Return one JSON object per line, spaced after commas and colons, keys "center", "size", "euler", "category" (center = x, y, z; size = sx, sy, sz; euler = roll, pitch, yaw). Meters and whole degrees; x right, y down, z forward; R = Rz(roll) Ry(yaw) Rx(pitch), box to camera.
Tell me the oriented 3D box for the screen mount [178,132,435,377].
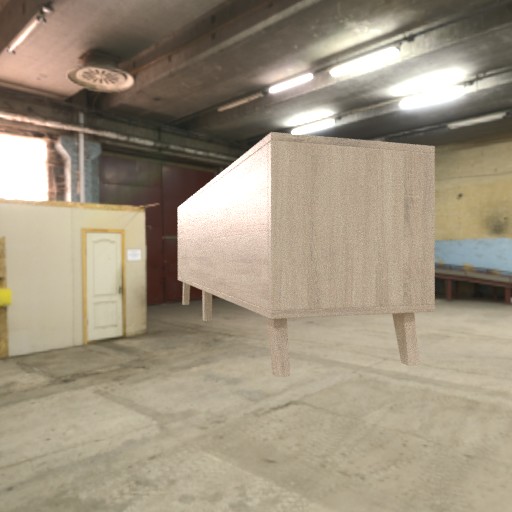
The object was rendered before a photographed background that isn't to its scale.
{"center": [0.000, 0.000, 1.681], "size": [0.400, 0.510, 1.500], "euler": [0, 0, -17], "category": "screen mount"}
